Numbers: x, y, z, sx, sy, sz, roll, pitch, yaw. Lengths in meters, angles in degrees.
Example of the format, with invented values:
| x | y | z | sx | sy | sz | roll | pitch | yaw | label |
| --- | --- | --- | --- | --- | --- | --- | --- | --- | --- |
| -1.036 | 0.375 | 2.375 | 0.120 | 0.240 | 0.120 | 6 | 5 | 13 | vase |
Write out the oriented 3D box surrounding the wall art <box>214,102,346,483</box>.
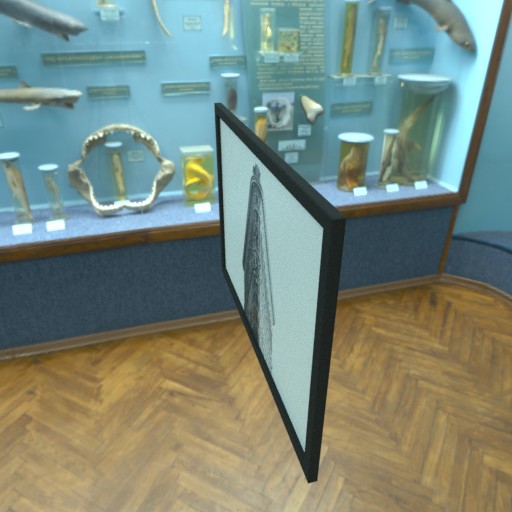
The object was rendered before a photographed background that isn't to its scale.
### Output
| x | y | z | sx | sy | sz | roll | pitch | yaw | label |
| --- | --- | --- | --- | --- | --- | --- | --- | --- | --- |
| 0.000 | 0.000 | 1.245 | 0.026 | 0.656 | 0.958 | -8 | 30 | -13 | wall art |
